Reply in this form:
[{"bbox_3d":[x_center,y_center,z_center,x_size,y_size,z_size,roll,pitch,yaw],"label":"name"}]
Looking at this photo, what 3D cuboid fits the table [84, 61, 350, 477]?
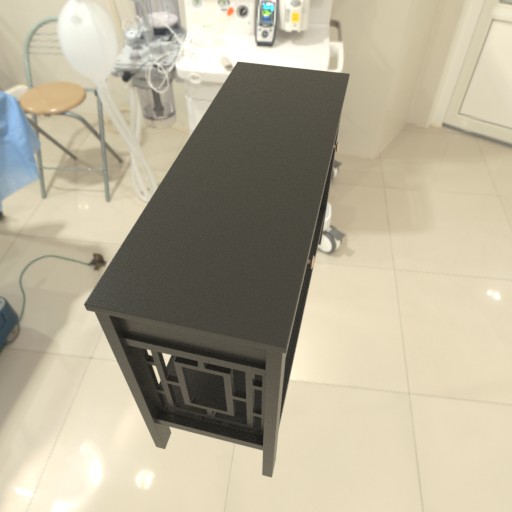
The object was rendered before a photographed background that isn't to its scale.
[{"bbox_3d":[0.000,0.000,1.421,0.397,0.753,1.068,10,48,9],"label":"table"}]
